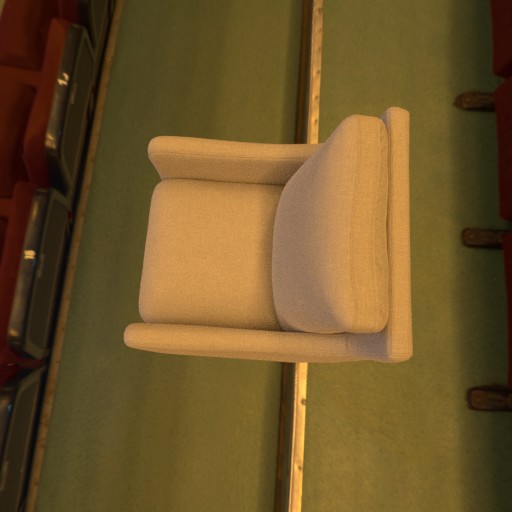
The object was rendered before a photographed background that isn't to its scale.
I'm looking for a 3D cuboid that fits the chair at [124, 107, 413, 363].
[{"bbox_3d":[0.000,0.000,1.372,0.694,0.914,0.626,4,77,1],"label":"chair"}]
